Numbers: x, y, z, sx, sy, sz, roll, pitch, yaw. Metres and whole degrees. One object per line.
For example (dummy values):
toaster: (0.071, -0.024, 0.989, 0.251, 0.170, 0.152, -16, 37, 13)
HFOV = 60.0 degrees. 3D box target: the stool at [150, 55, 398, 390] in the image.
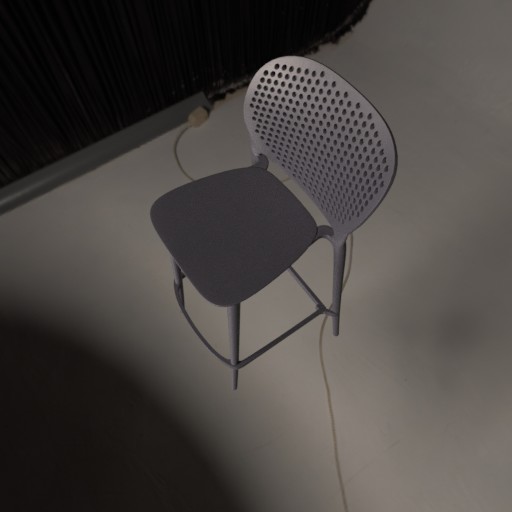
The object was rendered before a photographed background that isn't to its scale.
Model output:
stool: (0.000, 0.000, 1.372, 0.535, 1.045, 0.536, -32, 67, -16)
